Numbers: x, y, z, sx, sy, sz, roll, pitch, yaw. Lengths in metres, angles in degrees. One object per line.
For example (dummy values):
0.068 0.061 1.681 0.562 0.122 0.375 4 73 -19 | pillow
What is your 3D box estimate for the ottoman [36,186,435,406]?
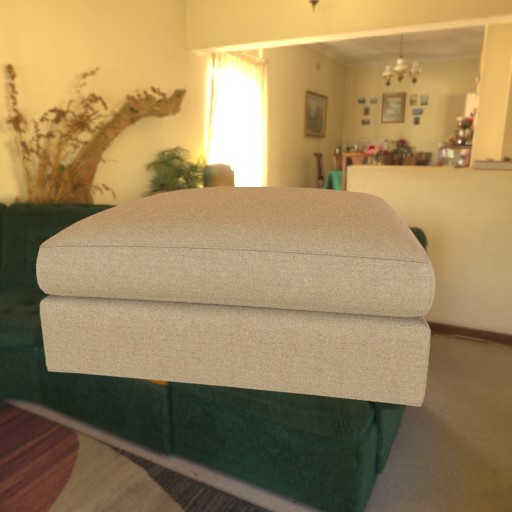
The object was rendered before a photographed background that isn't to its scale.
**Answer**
0.000 0.000 1.595 1.041 0.470 1.041 3 14 10 | ottoman
